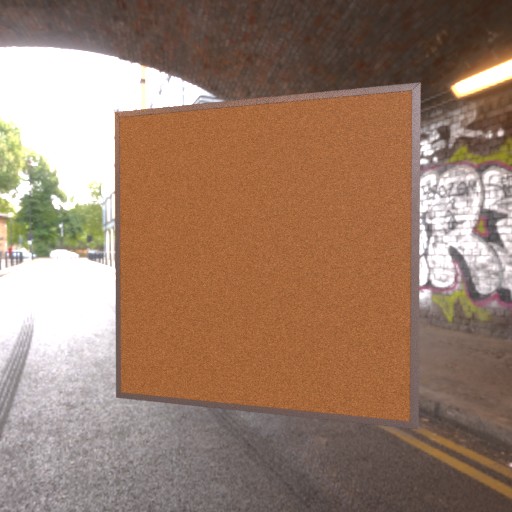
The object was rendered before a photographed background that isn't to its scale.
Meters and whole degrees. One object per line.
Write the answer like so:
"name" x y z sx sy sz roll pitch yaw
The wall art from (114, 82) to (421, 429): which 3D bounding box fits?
"wall art" 0.000 0.000 0.505 0.349 0.349 0.028 0 1 16
